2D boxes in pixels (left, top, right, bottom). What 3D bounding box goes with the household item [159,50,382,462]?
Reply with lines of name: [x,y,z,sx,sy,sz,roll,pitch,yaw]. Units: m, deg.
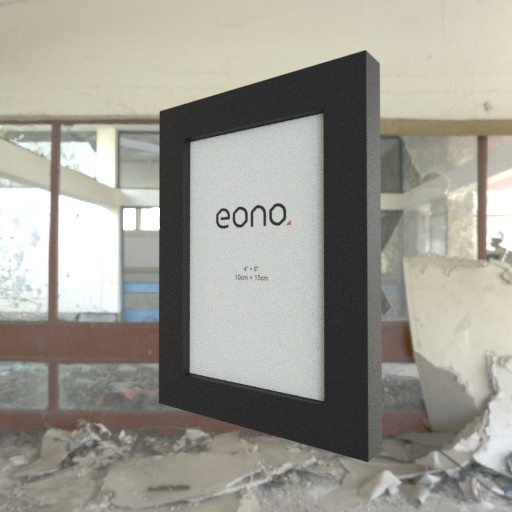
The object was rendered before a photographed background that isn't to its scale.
household item: [0.000,0.000,0.237,0.133,0.178,0.022,-1,-1,37]
